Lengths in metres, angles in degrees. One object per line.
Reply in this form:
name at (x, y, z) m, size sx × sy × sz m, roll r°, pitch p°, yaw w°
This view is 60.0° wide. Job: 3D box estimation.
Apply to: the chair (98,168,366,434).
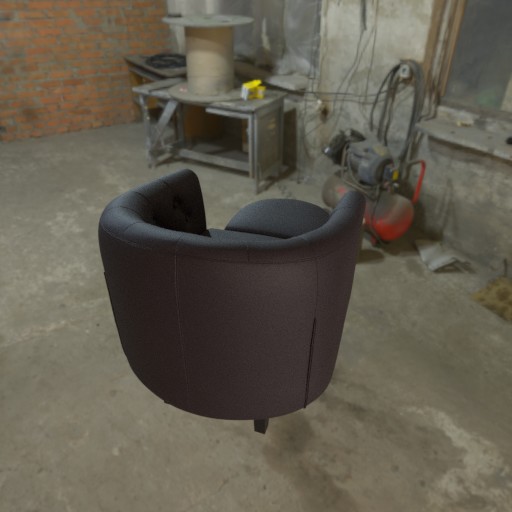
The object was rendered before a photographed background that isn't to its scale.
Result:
chair at (0.000, 0.000, 1.680) m, size 0.763 × 0.760 × 1.191 m, roll 11°, pitch 34°, yaw 16°
